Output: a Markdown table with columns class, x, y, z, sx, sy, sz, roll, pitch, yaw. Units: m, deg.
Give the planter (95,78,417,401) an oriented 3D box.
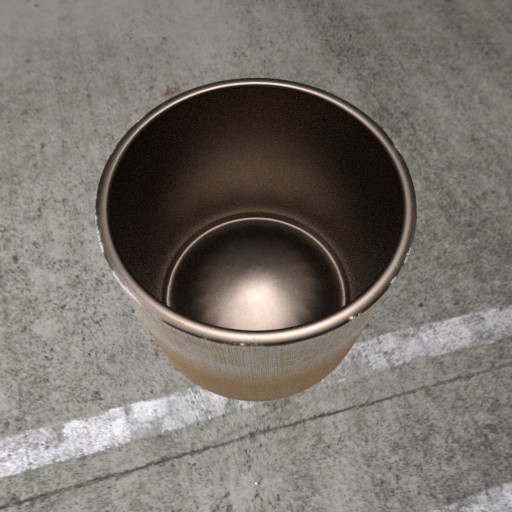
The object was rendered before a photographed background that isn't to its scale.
| class | x | y | z | sx | sy | sz | roll | pitch | yaw |
| --- | --- | --- | --- | --- | --- | --- | --- | --- | --- |
| planter | 0.000 | 0.000 | 0.389 | 0.221 | 0.201 | 0.221 | 0 | 63 | 0 |
